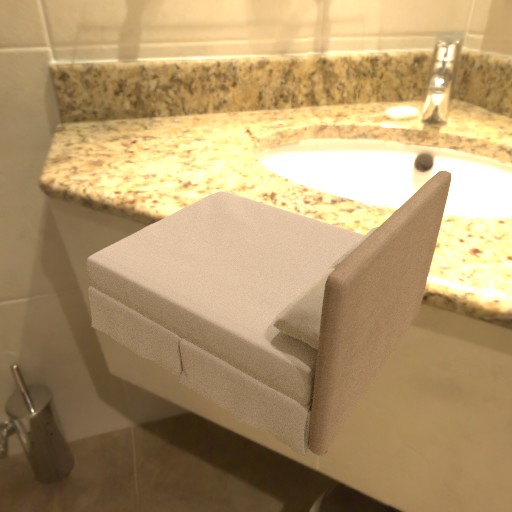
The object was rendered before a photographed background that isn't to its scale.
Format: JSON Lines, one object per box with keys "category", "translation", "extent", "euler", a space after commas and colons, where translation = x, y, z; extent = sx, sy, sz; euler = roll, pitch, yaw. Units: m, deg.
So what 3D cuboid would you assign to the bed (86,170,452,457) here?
{"category": "bed", "translation": [0.000, 0.000, 3.340], "extent": [2.162, 1.330, 1.713], "euler": [21, 38, 30]}
